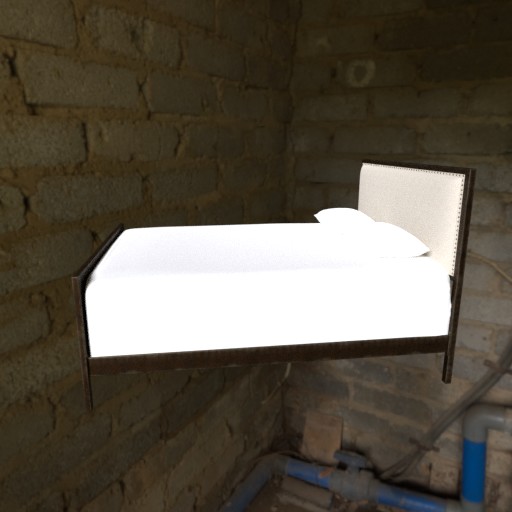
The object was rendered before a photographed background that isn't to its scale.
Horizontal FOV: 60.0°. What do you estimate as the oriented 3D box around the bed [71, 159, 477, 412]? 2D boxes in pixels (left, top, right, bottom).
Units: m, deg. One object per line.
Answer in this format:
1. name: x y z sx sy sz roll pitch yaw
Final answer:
1. bed: 0.000 0.000 3.213 2.221 1.313 1.607 -2 14 -8
